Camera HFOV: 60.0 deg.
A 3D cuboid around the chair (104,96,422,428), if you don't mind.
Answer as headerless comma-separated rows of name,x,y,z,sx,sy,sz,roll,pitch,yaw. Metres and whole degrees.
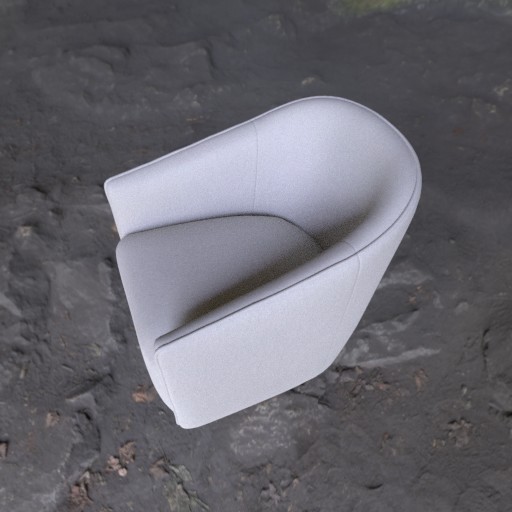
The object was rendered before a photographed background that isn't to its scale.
chair,0.000,0.000,1.475,0.875,0.799,0.747,-17,50,-15
